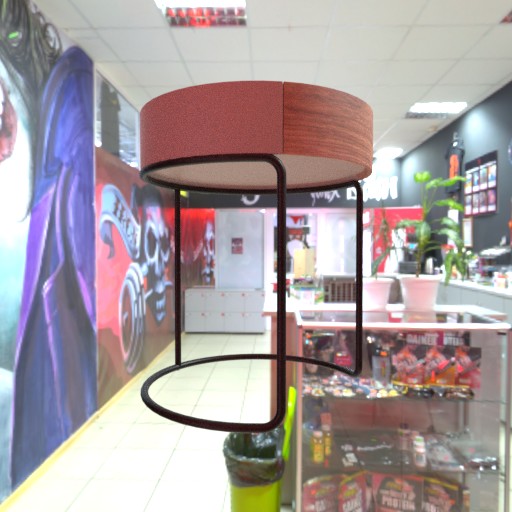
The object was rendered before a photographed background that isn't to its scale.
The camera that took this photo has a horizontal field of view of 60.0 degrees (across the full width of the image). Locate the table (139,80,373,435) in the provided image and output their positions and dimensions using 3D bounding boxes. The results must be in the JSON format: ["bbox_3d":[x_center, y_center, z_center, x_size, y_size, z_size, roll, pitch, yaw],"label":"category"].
[{"bbox_3d":[0.000,0.000,0.885,0.450,0.530,0.450,0,1,0],"label":"table"}]
